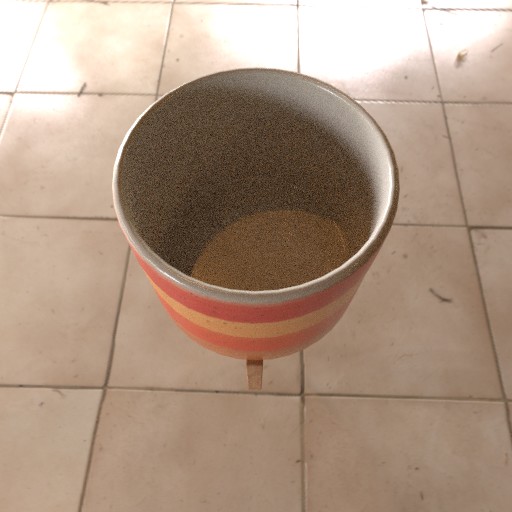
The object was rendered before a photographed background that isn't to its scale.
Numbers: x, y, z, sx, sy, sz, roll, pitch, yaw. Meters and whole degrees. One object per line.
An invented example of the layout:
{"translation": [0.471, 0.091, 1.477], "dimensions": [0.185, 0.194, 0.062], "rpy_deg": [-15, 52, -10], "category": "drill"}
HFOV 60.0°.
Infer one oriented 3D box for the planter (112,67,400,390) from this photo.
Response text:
{"translation": [0.000, 0.000, 0.413], "dimensions": [0.199, 0.268, 0.199], "rpy_deg": [0, 64, 0], "category": "planter"}
